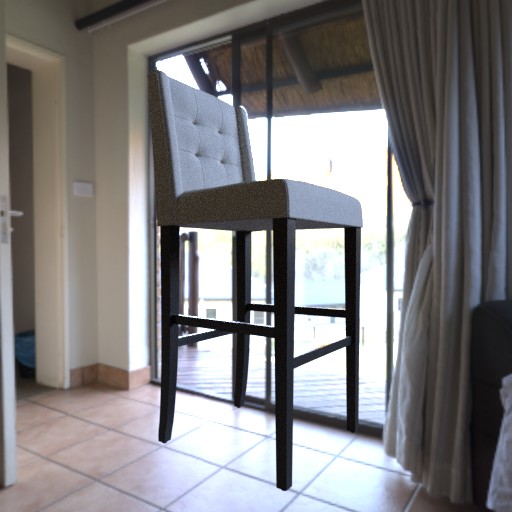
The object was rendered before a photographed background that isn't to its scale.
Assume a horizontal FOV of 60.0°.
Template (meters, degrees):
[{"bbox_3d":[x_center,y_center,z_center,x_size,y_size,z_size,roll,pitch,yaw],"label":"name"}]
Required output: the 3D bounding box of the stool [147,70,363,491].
[{"bbox_3d":[0.000,0.000,1.362,0.509,1.116,0.474,0,0,35],"label":"stool"}]
